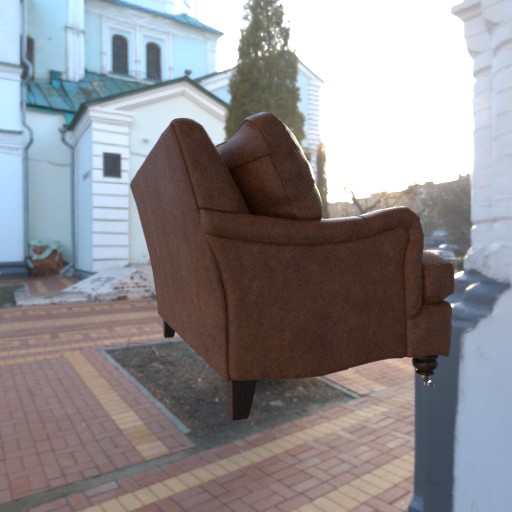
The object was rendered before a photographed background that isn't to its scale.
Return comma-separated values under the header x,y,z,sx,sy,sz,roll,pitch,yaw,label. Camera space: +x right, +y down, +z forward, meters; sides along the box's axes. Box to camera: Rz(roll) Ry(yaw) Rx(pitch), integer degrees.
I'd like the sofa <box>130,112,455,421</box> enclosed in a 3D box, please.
x,y,z,sx,sy,sz,roll,pitch,yaw,label
0.000,0.000,2.155,1.077,1.004,1.527,0,1,-21,sofa
